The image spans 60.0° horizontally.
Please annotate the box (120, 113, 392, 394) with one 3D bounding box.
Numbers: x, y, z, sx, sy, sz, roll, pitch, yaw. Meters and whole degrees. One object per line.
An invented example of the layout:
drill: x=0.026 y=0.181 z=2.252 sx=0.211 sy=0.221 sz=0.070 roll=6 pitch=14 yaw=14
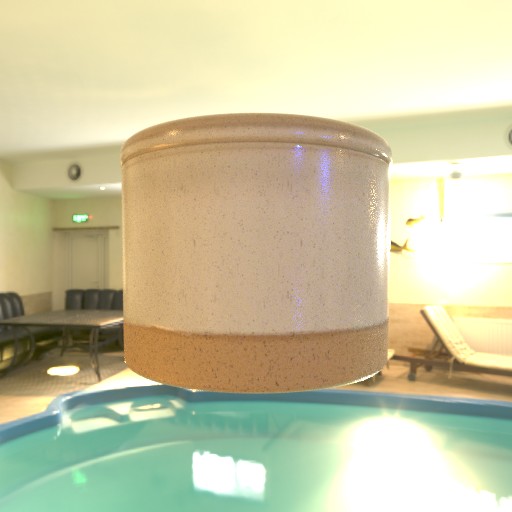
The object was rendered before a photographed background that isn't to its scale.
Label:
box: x=0.000 y=0.000 z=0.262 sx=0.154 sy=0.123 sz=0.154 roll=0 pitch=0 yaw=0
